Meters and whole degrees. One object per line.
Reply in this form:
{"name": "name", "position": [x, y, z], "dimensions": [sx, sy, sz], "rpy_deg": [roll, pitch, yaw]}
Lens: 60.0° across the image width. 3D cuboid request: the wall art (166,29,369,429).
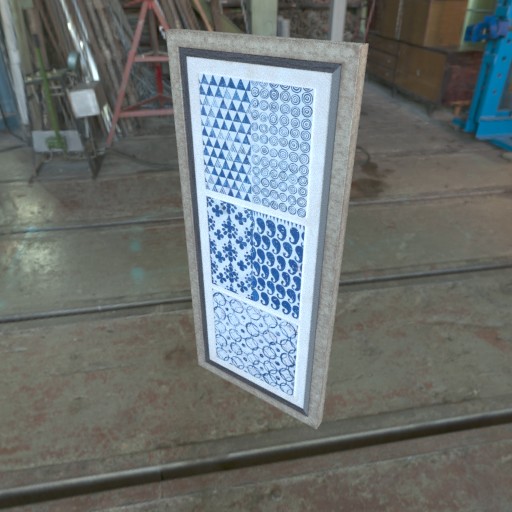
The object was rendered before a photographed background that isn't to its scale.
{"name": "wall art", "position": [0.000, 0.000, 1.634], "dimensions": [0.648, 1.461, 0.051], "rpy_deg": [20, 38, 28]}
